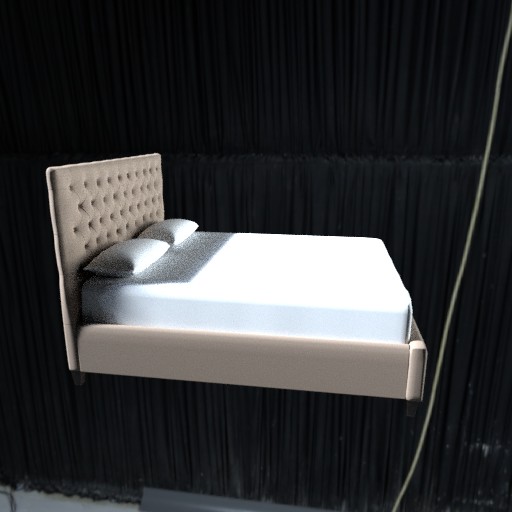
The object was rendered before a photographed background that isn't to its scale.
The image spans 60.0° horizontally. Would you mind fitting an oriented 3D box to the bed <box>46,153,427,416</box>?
[{"bbox_3d":[0.000,0.000,3.369,2.233,1.426,1.696,3,16,9],"label":"bed"}]
